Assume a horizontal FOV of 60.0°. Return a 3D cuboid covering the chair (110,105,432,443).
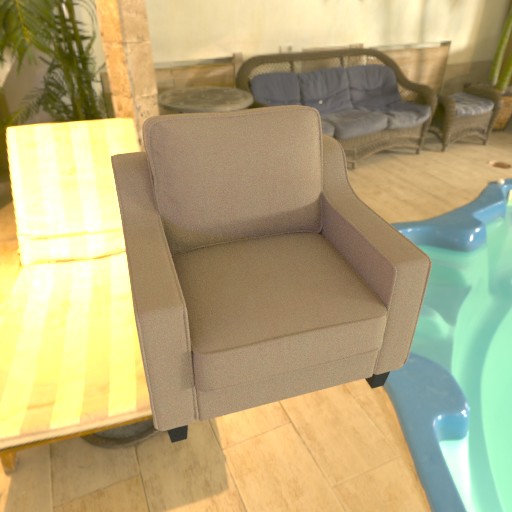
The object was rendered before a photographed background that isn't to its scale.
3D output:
[{"bbox_3d":[0.000,0.000,1.660,0.922,0.948,0.882,-10,33,-15],"label":"chair"}]
